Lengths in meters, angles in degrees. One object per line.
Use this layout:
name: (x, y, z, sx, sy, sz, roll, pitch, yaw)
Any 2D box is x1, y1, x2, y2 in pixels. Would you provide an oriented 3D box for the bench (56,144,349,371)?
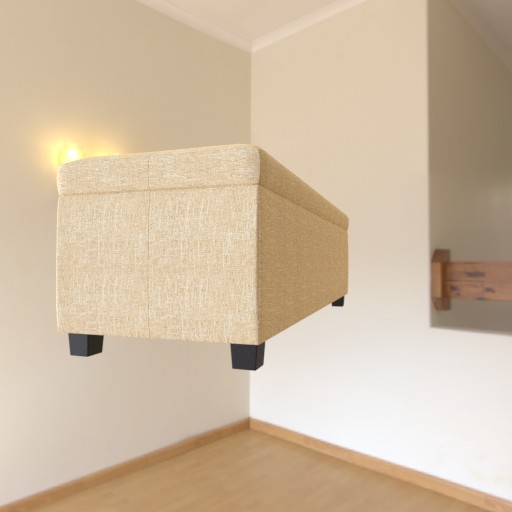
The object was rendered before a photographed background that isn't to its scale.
bench: (0.000, 0.000, 1.373, 0.432, 0.406, 1.219, 0, -1, 19)
